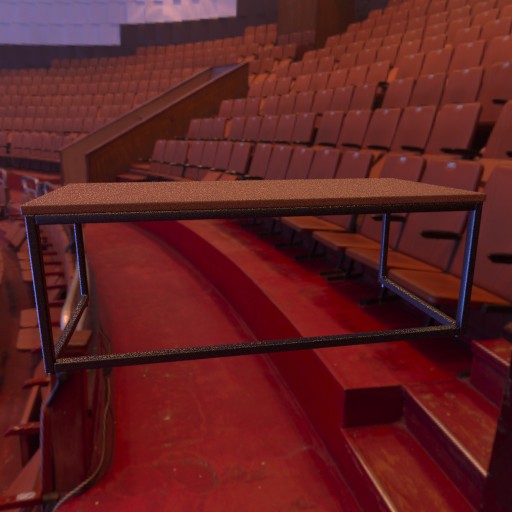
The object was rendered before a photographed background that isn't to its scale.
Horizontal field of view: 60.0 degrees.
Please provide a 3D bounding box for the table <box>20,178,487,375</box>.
[{"bbox_3d":[0.000,0.000,1.311,1.100,0.400,0.500,-3,15,-11],"label":"table"}]
